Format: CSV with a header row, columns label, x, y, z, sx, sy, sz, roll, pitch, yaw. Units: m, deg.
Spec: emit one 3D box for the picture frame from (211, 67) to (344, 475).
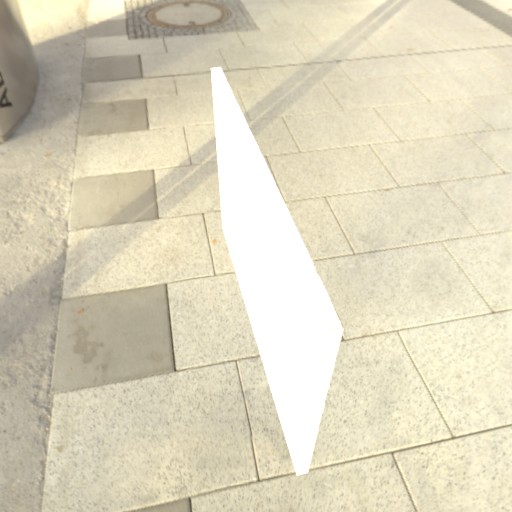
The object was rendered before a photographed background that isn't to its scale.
label,x,y,z,sx,sy,sz,roll,pitch,yaw
picture frame,0.000,0.000,1.214,0.029,0.640,0.950,-10,47,-10
